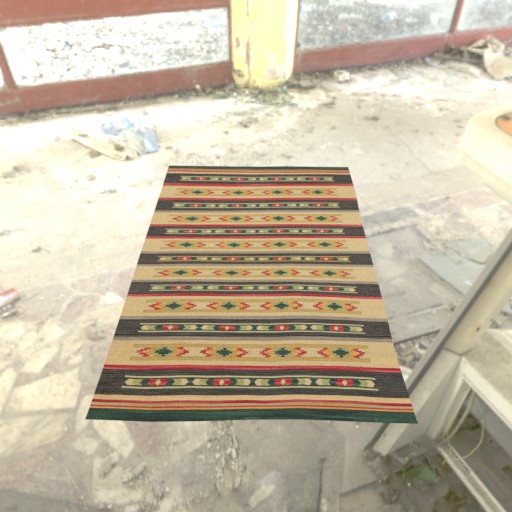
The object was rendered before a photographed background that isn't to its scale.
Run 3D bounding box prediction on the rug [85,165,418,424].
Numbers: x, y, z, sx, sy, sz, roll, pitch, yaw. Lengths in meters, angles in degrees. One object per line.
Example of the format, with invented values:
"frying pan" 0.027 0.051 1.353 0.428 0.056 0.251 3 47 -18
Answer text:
"rug" 0.000 0.000 2.883 1.522 0.010 2.311 1 41 1
